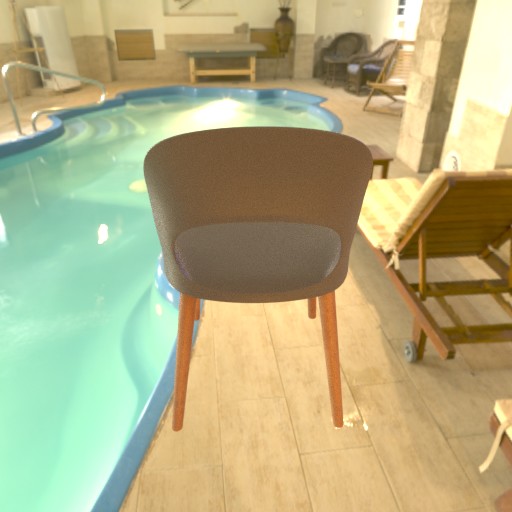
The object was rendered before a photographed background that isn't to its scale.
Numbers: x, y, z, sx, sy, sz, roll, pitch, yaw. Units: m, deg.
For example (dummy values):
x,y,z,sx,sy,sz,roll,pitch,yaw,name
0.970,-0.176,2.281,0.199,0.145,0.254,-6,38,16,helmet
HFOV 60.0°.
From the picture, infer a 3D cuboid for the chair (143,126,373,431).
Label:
x,y,z,sx,sy,sz,roll,pitch,yaw,name
0.000,0.000,1.147,0.470,0.795,0.556,-1,30,-1,chair
